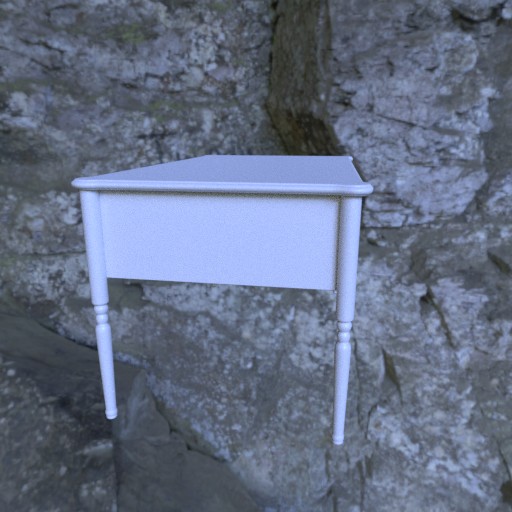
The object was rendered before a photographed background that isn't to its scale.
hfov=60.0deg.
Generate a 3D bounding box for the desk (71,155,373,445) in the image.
[{"bbox_3d":[0.000,0.000,1.868,0.807,0.762,1.380,3,16,9],"label":"desk"}]
